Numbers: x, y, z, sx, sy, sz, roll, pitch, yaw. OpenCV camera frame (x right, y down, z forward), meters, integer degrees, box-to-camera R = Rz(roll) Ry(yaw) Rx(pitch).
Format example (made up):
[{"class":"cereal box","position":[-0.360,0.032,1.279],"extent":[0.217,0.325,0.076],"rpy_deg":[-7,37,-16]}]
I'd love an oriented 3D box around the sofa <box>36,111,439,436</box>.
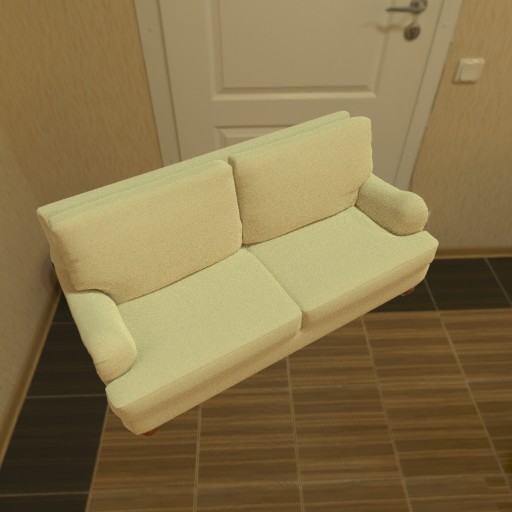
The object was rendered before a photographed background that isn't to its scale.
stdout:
[{"class":"sofa","position":[0.000,0.000,2.711],"extent":[2.159,1.087,1.086],"rpy_deg":[-23,50,-21]}]
